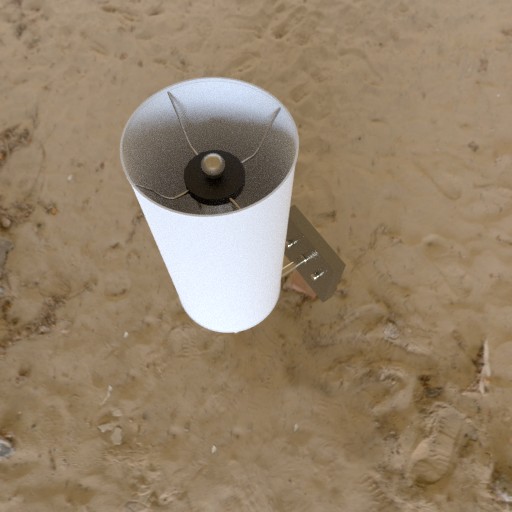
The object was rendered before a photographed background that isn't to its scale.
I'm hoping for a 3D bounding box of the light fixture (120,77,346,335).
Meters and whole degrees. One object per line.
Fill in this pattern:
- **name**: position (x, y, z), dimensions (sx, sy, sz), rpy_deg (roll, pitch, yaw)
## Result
- **light fixture**: position (0.000, 0.000, 0.534), dimensions (0.208, 0.462, 0.128), rpy_deg (-31, 68, -14)
